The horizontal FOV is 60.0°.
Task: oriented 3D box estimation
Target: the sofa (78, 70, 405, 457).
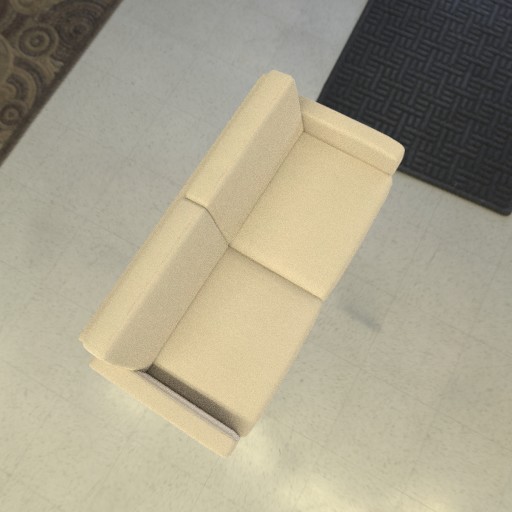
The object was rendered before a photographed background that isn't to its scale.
[{"bbox_3d":[0.000,0.000,2.351,0.894,0.831,1.808,31,77,8],"label":"sofa"}]
